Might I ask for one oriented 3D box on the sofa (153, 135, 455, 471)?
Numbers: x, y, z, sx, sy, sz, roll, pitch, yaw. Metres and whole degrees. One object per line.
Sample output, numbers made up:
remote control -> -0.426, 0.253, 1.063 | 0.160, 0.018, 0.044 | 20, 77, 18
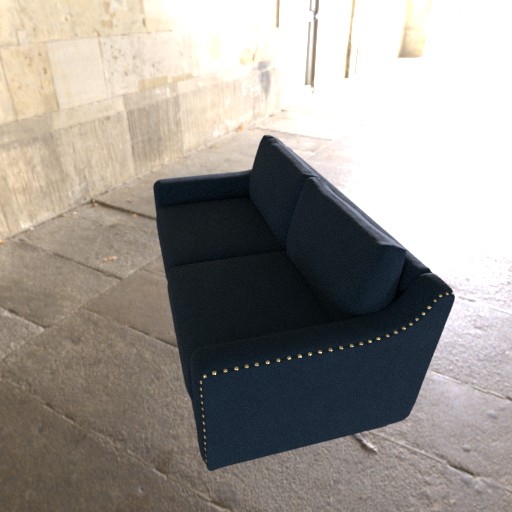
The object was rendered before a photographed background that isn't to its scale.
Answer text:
sofa -> 0.000, 0.000, 2.698 | 1.104, 0.983, 2.107 | -8, 31, -13
